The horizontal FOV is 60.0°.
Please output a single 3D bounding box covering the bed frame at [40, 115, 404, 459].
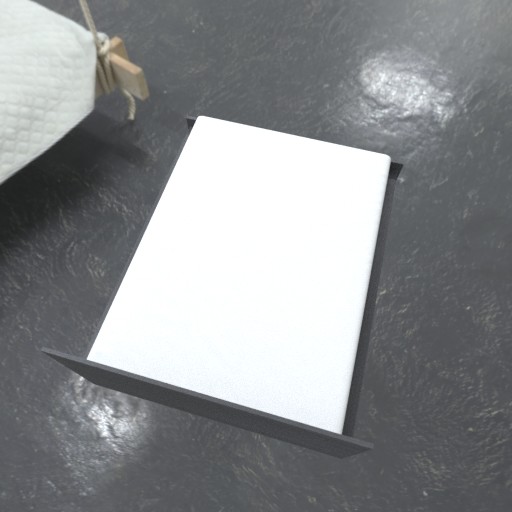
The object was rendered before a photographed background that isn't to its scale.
[{"bbox_3d":[0.000,0.000,2.837,1.622,0.800,1.960,14,63,7],"label":"bed frame"}]
